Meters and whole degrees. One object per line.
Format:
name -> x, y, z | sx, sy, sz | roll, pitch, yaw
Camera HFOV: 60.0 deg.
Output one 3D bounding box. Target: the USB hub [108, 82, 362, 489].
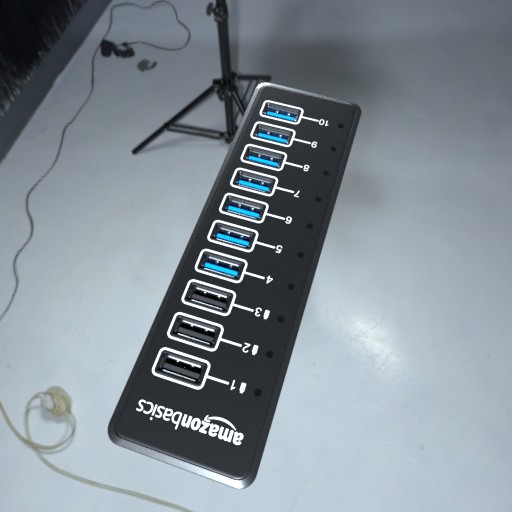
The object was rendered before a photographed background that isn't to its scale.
USB hub -> 0.000, 0.000, 0.161 | 0.044, 0.023, 0.145 | 16, 65, 8
